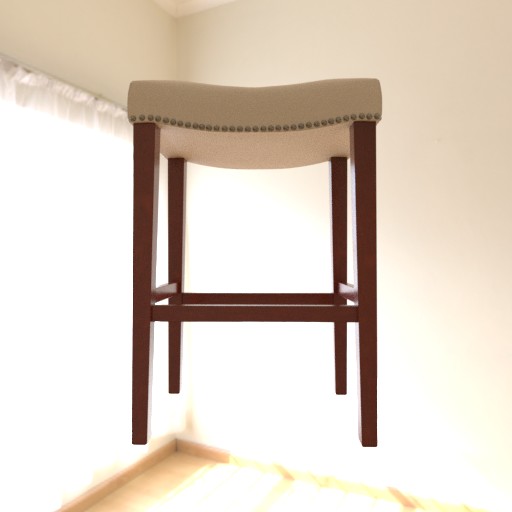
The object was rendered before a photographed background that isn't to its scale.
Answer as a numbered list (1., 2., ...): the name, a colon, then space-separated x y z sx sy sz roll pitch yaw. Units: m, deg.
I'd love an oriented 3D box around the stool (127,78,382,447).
1. stool: 0.000 0.000 1.043 0.504 0.742 0.372 0 0 1
